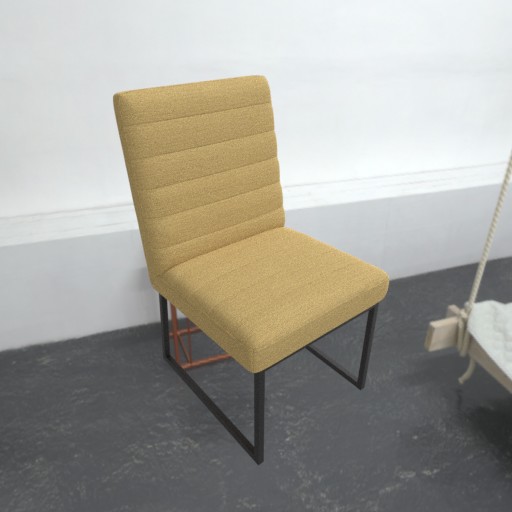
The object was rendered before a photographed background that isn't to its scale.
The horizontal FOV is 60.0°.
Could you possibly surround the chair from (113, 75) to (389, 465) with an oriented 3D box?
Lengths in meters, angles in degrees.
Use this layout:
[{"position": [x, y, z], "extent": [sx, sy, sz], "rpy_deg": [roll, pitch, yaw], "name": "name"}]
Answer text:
[{"position": [0.000, 0.000, 1.342], "extent": [0.520, 0.930, 0.634], "rpy_deg": [-22, 37, -33], "name": "chair"}]
